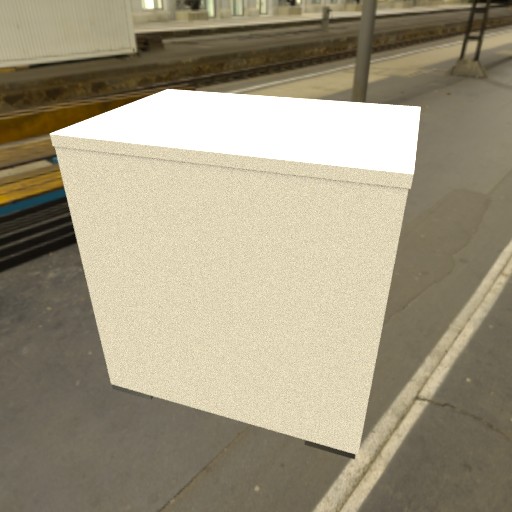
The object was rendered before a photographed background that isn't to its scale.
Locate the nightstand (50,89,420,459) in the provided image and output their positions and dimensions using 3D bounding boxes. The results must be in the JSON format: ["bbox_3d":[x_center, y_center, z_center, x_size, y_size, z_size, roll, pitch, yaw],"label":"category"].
[{"bbox_3d":[0.000,0.000,0.751,0.441,0.460,0.325,10,32,16],"label":"nightstand"}]
